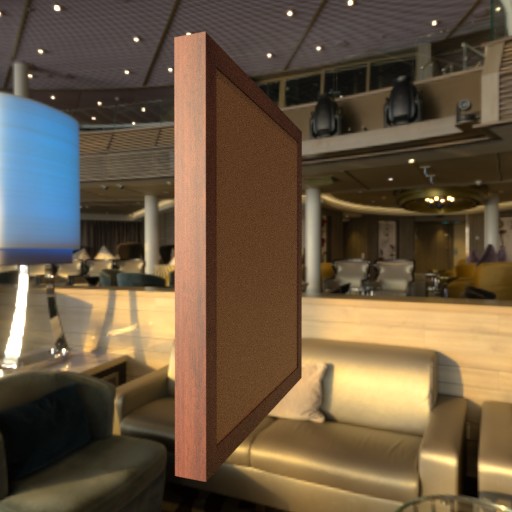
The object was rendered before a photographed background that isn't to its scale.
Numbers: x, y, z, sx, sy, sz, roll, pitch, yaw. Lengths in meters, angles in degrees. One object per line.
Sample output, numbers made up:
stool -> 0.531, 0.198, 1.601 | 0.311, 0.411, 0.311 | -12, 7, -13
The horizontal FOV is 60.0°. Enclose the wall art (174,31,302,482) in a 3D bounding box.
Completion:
wall art -> 0.000, 0.000, 0.535 | 0.030, 0.381, 0.330 | 0, 1, 20
